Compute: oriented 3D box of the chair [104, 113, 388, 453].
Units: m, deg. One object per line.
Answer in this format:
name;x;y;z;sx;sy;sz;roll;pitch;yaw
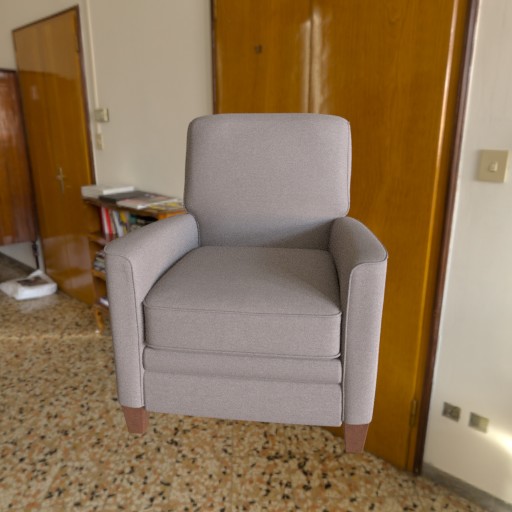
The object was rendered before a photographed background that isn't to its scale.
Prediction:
chair;0.000;0.000;1.630;0.845;1.023;0.859;2;16;7
